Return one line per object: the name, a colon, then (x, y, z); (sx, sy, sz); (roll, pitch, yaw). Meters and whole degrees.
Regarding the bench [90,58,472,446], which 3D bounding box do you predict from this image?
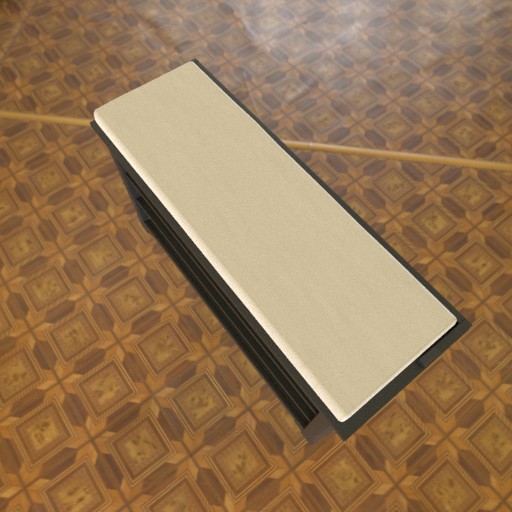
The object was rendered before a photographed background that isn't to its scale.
bench: (0.000, 0.000, 1.224); (0.345, 0.561, 0.973); (-35, 68, -16)
